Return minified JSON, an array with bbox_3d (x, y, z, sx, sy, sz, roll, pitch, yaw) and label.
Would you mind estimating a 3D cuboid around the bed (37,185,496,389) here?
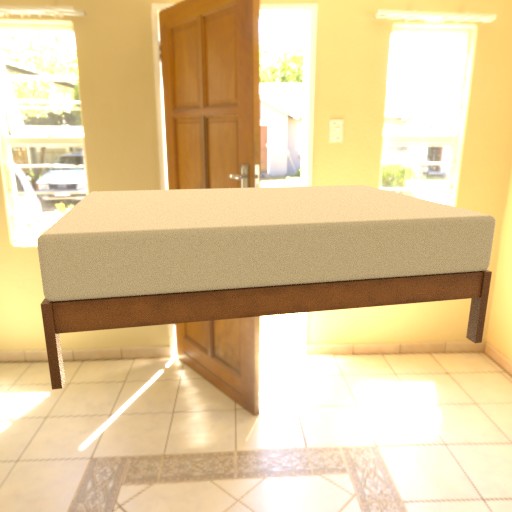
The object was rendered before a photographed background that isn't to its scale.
[{"bbox_3d":[0.000,0.000,2.488,1.927,0.616,1.348,-3,15,-12],"label":"bed"}]
